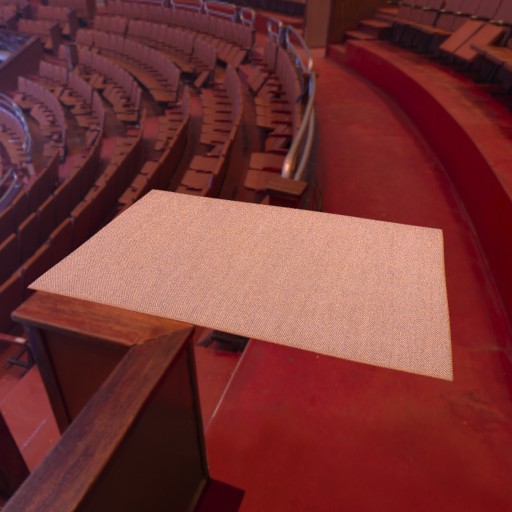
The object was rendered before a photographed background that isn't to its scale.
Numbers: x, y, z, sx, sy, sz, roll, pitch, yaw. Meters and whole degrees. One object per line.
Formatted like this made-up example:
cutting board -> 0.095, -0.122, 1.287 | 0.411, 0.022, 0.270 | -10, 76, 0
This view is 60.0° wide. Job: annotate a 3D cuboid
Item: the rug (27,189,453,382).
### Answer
rug -> 0.000, 0.000, 2.069 | 1.678, 0.013, 1.078 | 10, 33, 15
